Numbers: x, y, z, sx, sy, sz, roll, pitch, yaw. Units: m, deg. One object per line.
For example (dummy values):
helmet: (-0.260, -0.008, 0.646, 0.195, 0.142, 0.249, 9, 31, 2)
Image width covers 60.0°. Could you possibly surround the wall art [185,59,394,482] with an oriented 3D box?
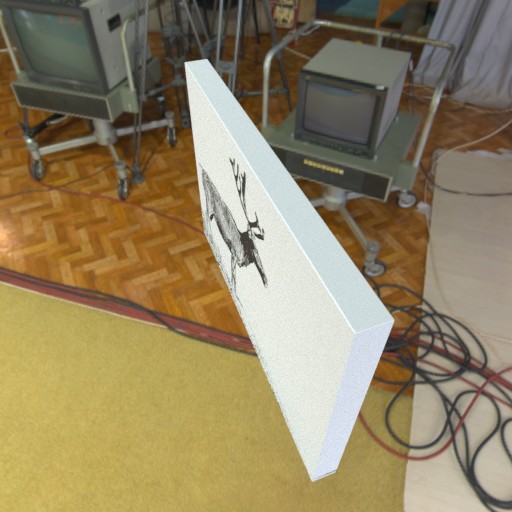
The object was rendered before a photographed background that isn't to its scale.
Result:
wall art: (0.000, 0.000, 0.745, 0.042, 0.414, 0.608, -15, 48, -14)
